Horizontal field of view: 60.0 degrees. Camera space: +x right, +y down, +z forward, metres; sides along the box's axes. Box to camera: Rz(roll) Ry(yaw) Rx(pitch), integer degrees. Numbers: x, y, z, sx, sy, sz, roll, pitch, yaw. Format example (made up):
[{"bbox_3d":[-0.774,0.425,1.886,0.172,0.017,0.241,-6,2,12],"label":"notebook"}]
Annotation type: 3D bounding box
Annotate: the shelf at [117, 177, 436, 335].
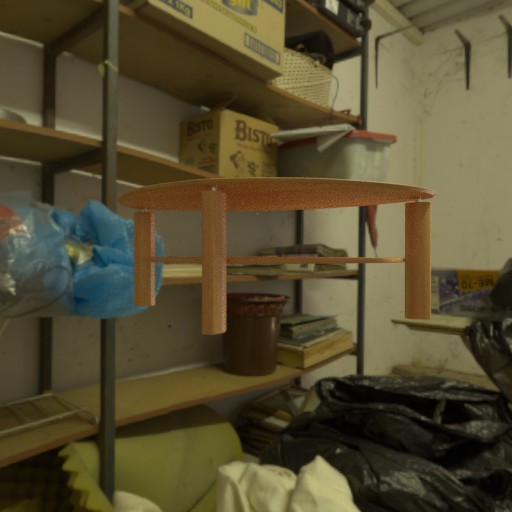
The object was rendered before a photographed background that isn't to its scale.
[{"bbox_3d":[0.000,0.000,1.638,1.246,0.440,0.845,0,1,19],"label":"shelf"}]
